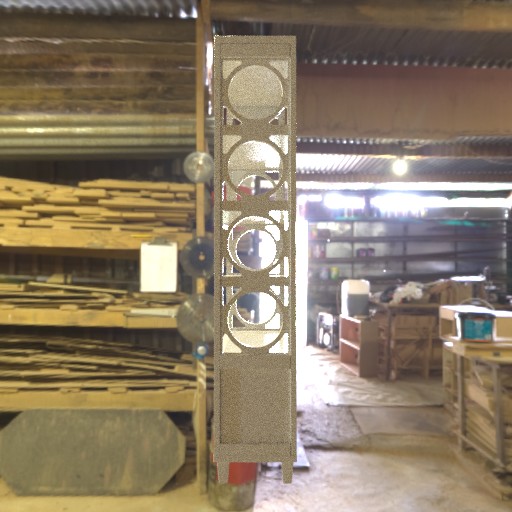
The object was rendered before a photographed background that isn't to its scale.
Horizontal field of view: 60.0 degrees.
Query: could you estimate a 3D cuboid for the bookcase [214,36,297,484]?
[{"bbox_3d":[0.000,0.000,2.175,0.361,1.869,0.761,0,-1,0],"label":"bookcase"}]
